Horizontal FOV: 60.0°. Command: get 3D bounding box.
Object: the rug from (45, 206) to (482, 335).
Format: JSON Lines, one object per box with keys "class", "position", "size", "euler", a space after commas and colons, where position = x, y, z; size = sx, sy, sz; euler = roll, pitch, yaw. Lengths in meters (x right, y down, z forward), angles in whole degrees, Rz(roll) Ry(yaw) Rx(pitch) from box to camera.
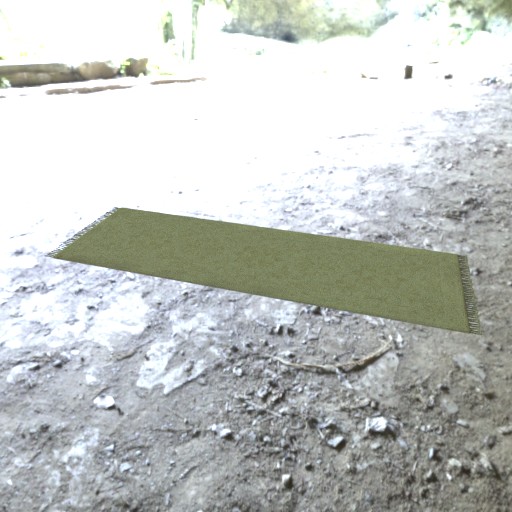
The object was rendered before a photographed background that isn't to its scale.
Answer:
{"class": "rug", "position": [0.000, 0.000, 2.800], "size": [2.544, 0.015, 0.795], "euler": [9, 32, 15]}
